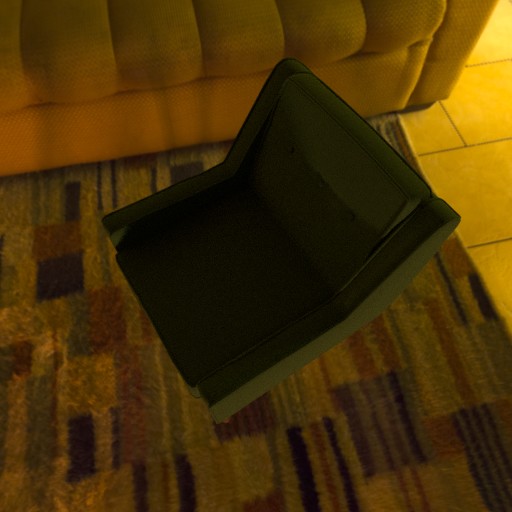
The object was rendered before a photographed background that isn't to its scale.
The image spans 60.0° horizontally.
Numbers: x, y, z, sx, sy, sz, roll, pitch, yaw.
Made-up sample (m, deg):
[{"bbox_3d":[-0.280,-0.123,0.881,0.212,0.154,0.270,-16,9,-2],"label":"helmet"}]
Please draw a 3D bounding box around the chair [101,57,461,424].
[{"bbox_3d":[0.000,0.000,1.358,0.743,0.792,0.663,-30,66,-15],"label":"chair"}]
